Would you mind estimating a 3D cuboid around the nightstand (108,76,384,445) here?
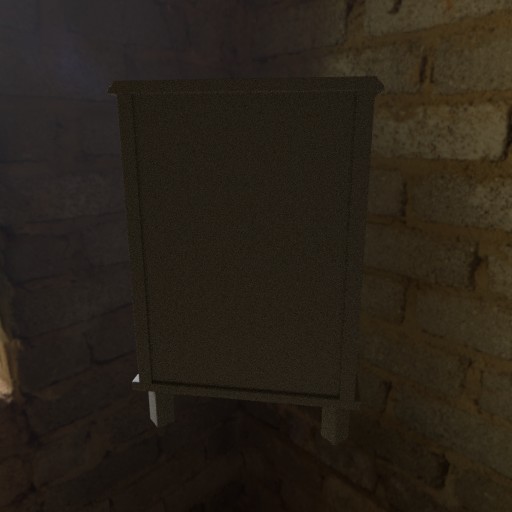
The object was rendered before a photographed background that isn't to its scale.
[{"bbox_3d":[0.000,0.000,0.961,0.450,0.680,0.350,2,16,8],"label":"nightstand"}]
